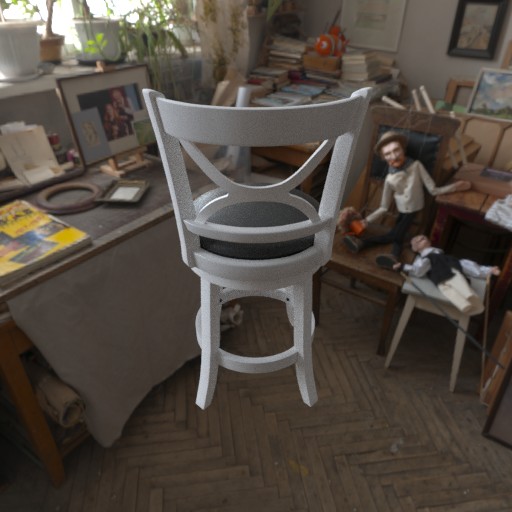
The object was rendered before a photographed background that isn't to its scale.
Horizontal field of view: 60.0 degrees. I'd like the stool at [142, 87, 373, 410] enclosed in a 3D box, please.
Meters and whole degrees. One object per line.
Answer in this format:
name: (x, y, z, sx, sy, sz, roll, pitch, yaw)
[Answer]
stool: (0.000, 0.000, 1.230, 0.444, 0.953, 0.508, -1, 33, -2)
